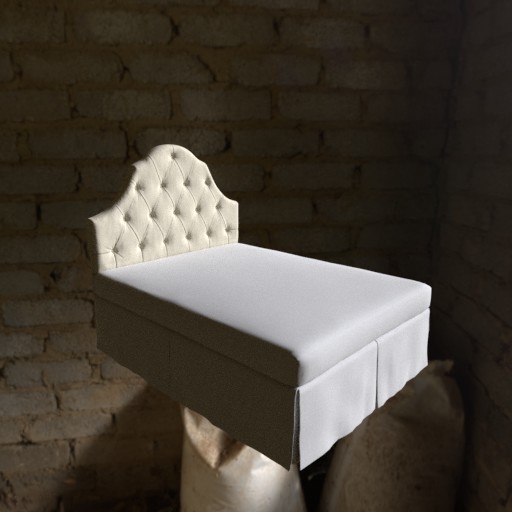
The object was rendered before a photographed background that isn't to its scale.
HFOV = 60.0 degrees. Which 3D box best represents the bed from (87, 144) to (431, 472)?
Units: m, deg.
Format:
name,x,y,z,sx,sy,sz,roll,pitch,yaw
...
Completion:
name,x,y,z,sx,sy,sz,roll,pitch,yaw
bed,0.000,0.000,3.229,2.092,1.575,1.627,13,19,42
